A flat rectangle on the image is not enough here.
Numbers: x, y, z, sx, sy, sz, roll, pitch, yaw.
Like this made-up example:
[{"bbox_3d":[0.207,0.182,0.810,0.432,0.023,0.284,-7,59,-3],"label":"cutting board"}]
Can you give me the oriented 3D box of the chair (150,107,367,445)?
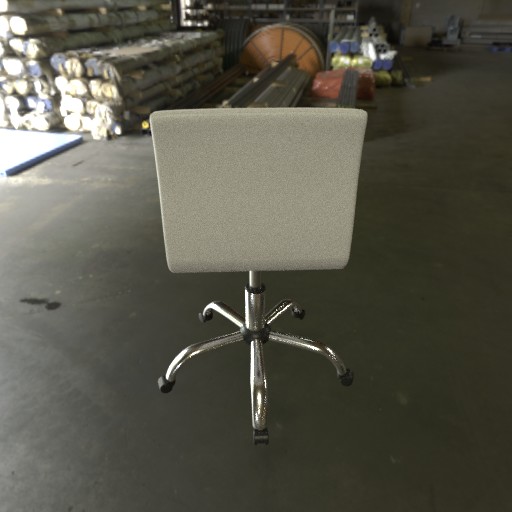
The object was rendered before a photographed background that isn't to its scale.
[{"bbox_3d":[0.000,0.000,1.114,0.556,0.780,0.530,-1,30,-2],"label":"chair"}]
